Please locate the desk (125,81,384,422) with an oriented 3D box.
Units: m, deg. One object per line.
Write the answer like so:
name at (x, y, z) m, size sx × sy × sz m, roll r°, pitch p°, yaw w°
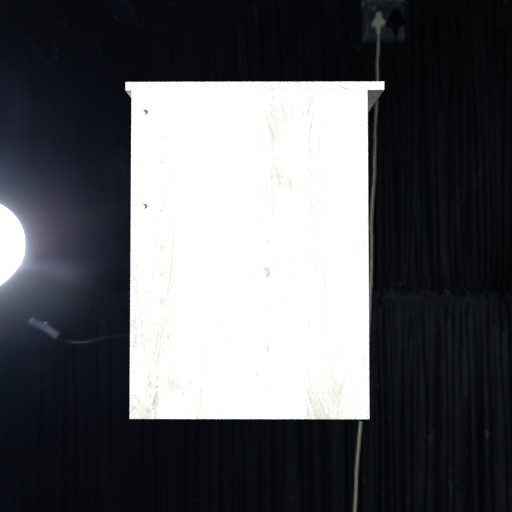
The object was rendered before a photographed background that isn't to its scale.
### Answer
desk at (0.000, 0.000, 1.497) m, size 0.560 × 0.730 × 1.096 m, roll 0°, pitch -1°, yaw 0°
